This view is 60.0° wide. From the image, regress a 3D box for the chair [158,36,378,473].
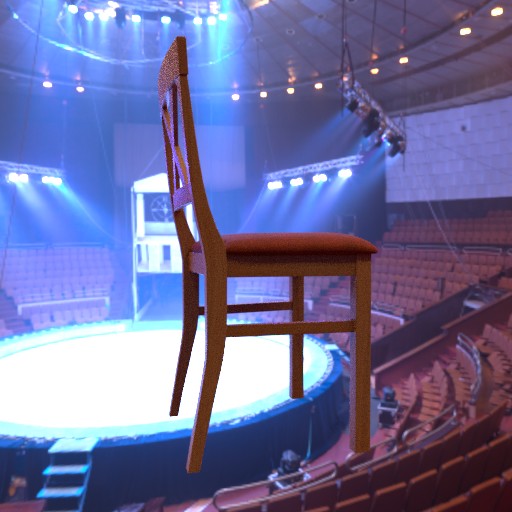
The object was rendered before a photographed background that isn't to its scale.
[{"bbox_3d":[0.000,0.000,1.163,0.492,0.912,0.439,0,1,-18],"label":"chair"}]
